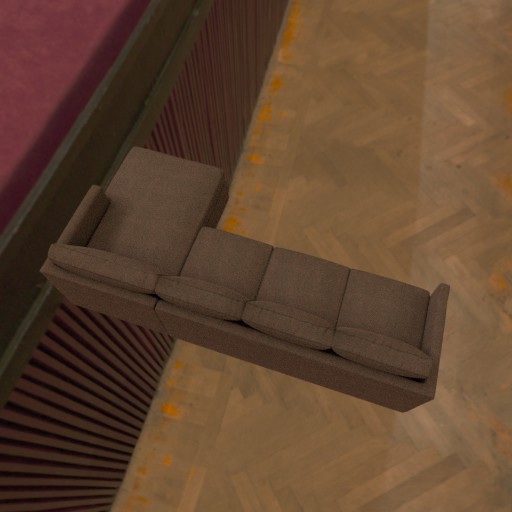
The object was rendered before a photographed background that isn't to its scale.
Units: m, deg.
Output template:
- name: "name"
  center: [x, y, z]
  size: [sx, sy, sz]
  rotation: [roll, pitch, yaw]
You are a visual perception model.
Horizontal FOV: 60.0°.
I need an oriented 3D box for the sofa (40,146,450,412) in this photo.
- name: "sofa"
  center: [0.000, 0.000, 3.941]
  size: [3.205, 0.922, 1.650]
  rotation: [16, 64, 8]
